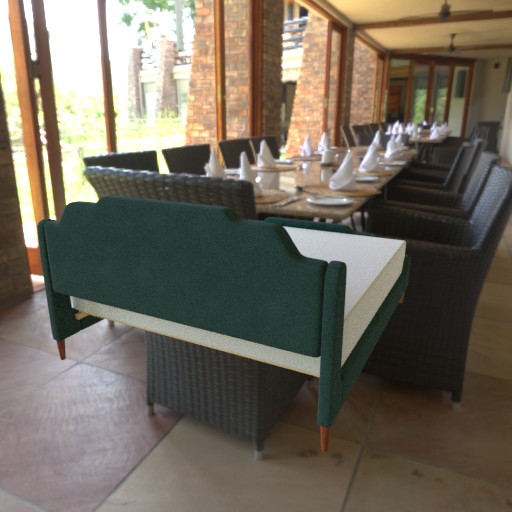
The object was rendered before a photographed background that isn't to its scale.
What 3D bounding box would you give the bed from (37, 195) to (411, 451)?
[{"bbox_3d":[0.000,0.000,3.569,2.074,1.245,2.340,9,19,26],"label":"bed"}]
